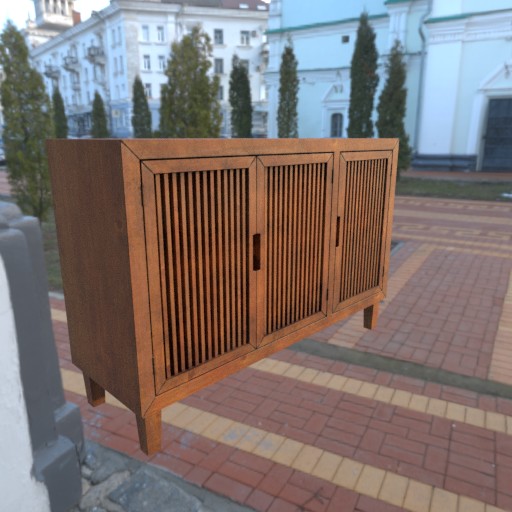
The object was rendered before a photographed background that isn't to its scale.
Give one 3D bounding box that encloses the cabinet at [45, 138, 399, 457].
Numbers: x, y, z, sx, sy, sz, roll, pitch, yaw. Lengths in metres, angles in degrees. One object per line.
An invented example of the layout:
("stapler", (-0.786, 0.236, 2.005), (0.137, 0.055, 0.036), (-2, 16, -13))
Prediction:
("cabinet", (0.000, 0.000, 1.572), (0.403, 0.805, 1.204), (14, 21, 43))
